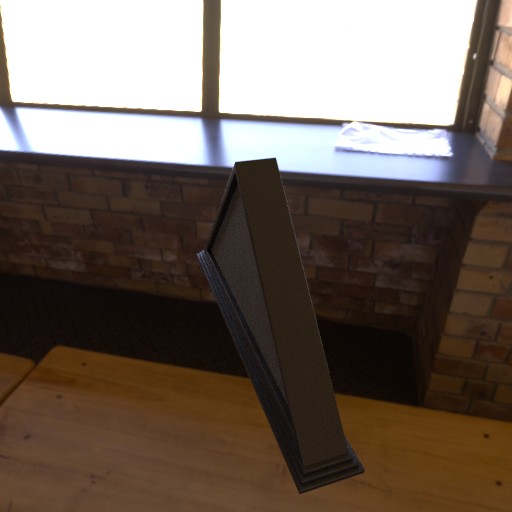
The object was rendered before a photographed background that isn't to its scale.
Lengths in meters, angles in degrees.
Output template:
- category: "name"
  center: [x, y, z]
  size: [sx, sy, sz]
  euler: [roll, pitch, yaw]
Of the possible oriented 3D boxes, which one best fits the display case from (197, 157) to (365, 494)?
- category: "display case"
  center: [0.000, 0.000, 0.761]
  size: [0.095, 0.340, 0.640]
  euler: [-10, 32, -16]
